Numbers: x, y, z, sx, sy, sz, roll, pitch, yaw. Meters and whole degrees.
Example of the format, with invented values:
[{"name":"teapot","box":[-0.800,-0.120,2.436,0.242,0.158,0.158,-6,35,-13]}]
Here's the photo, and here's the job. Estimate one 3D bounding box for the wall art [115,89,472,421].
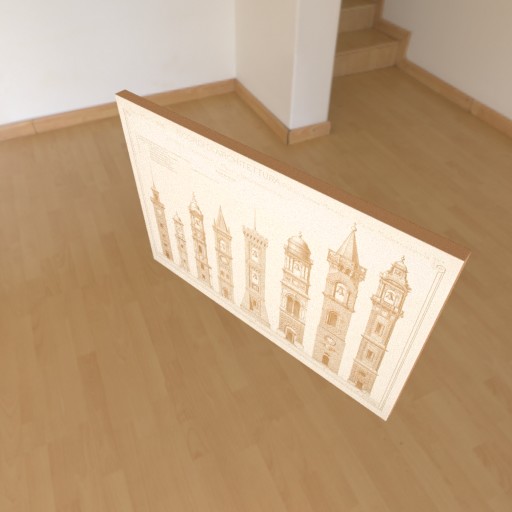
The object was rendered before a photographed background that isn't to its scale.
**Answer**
[{"name":"wall art","box":[0.000,0.000,1.154,0.915,0.608,0.033,31,53,27]}]
